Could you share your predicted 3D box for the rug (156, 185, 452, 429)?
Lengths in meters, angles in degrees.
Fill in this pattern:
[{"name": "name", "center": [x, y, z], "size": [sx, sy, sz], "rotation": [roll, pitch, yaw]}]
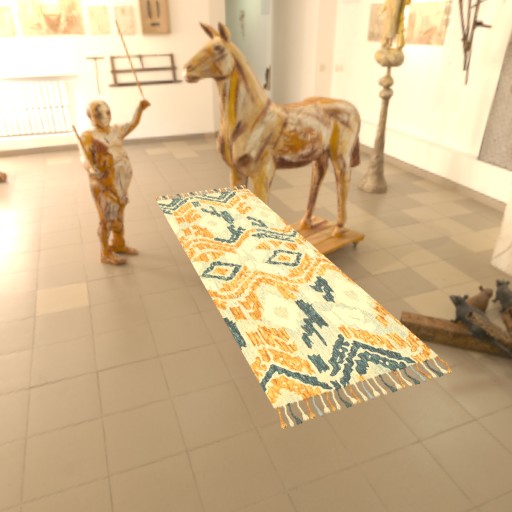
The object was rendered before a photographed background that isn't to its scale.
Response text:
[{"name": "rug", "center": [0.000, 0.000, 2.661], "size": [0.783, 0.010, 2.437], "rotation": [-11, 30, -19]}]
